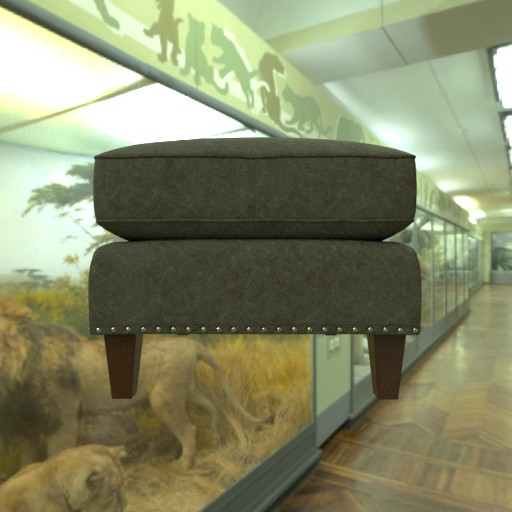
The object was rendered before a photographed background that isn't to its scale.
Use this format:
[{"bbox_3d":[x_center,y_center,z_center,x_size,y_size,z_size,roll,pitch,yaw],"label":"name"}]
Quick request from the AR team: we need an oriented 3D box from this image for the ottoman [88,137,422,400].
[{"bbox_3d":[0.000,0.000,1.128,0.584,0.513,0.741,0,0,0],"label":"ottoman"}]
